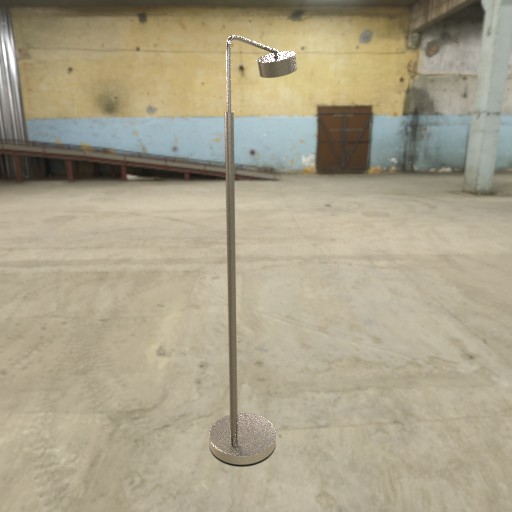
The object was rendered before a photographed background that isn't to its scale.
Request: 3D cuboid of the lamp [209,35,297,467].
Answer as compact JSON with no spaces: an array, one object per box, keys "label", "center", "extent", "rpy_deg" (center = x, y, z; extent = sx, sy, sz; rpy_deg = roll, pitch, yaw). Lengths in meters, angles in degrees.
[{"label":"lamp","center":[0.000,0.000,1.404],"extent":[0.222,1.250,0.421],"rpy_deg":[8,17,26]}]
